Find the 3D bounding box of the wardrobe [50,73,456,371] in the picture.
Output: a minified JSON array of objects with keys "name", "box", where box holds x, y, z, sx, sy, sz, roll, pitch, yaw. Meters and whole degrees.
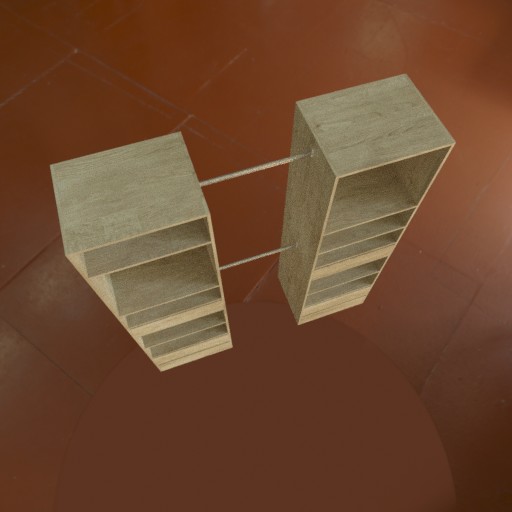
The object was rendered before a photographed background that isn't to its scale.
[{"name":"wardrobe","box":[0.000,0.000,2.884,1.770,2.000,0.480,-17,64,-9]}]
